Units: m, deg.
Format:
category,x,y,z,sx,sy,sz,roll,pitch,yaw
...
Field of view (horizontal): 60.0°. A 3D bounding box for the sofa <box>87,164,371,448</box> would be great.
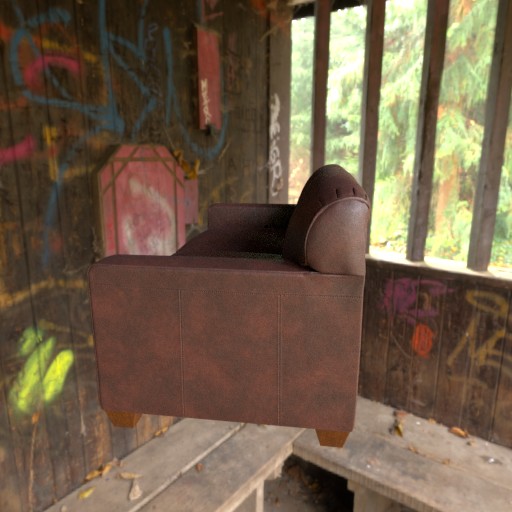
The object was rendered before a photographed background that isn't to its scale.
category,x,y,z,sx,sy,sz,roll,pitch,yaw
sofa,0.000,0.000,2.381,1.000,0.966,1.856,2,14,8
